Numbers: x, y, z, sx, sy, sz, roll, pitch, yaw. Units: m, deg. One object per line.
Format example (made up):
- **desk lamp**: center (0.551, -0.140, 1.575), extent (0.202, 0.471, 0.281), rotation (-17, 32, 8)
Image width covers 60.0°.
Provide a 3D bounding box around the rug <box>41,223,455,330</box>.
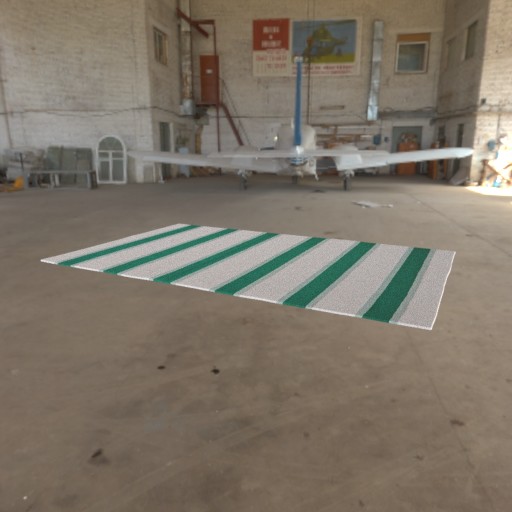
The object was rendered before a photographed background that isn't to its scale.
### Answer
- **rug**: center (0.000, 0.000, 3.051), extent (2.436, 0.015, 1.521), rotation (7, 16, 26)
